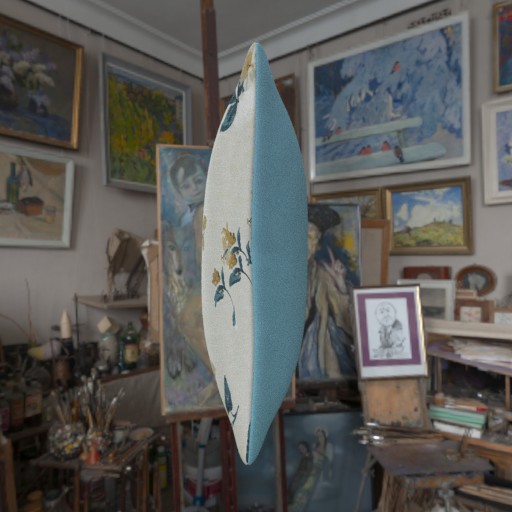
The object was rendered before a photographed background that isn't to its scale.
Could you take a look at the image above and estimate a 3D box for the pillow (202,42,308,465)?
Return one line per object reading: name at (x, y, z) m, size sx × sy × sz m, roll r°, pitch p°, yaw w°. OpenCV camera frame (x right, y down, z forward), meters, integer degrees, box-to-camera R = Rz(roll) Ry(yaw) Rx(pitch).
pillow at (0.000, 0.000, 0.790) m, size 0.166 × 0.507 × 0.526 m, roll 0°, pitch -1°, yaw 1°
